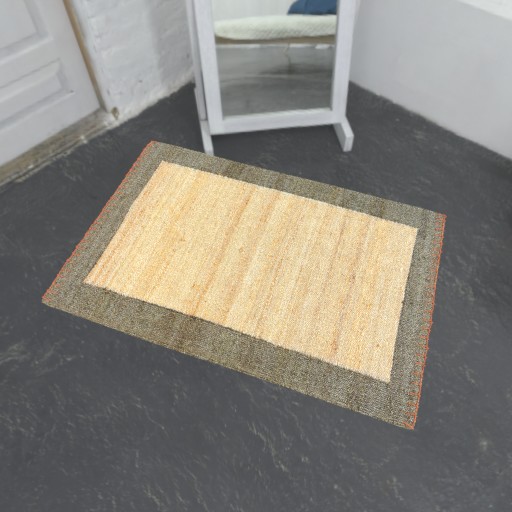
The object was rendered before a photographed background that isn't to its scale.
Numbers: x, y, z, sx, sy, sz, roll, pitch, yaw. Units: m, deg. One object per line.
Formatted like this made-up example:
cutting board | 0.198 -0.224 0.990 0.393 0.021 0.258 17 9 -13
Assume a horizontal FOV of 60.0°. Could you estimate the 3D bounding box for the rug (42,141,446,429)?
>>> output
rug | 0.000 0.000 2.316 1.838 0.019 1.220 16 58 10
